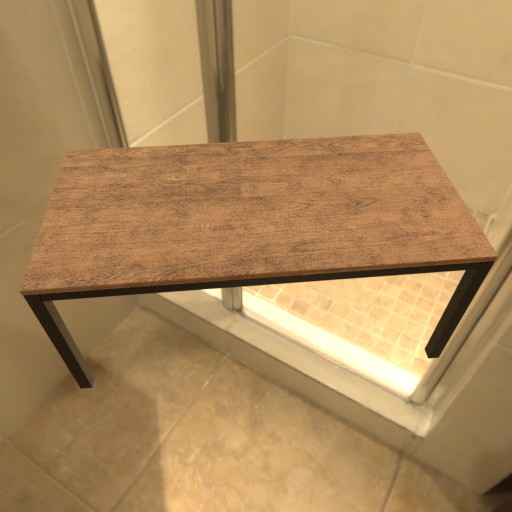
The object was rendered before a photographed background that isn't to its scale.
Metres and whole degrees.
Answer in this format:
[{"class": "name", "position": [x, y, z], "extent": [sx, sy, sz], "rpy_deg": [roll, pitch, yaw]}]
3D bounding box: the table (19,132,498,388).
[{"class": "table", "position": [0.000, 0.000, 2.243], "extent": [1.805, 0.767, 0.893], "rpy_deg": [-4, 47, -4]}]
